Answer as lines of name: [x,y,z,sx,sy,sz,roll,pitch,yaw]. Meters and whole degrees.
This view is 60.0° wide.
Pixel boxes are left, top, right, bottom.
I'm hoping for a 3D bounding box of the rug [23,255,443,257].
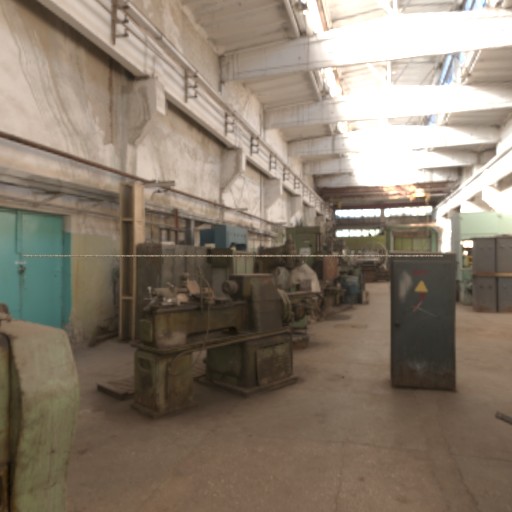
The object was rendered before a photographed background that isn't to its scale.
rug: [0.000,0.000,4.140,3.037,0.010,2.453,0,0,18]
